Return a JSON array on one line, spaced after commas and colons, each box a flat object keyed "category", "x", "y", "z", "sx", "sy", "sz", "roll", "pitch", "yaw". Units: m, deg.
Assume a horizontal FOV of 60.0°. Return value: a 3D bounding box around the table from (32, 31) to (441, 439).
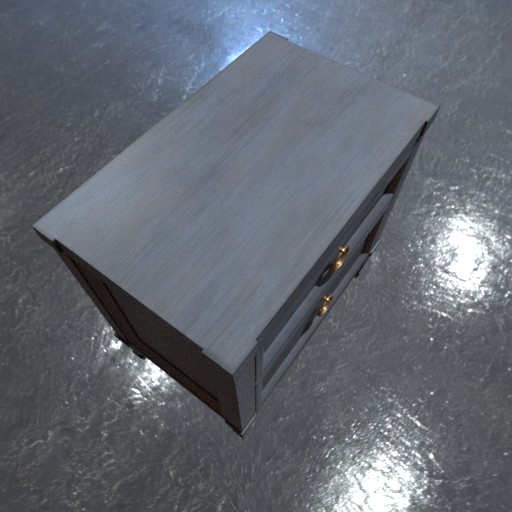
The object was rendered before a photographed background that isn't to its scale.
[{"category": "table", "x": 0.000, "y": 0.000, "z": 1.069, "sx": 0.413, "sy": 0.660, "sz": 0.660, "roll": 32, "pitch": 64, "yaw": 18}]
